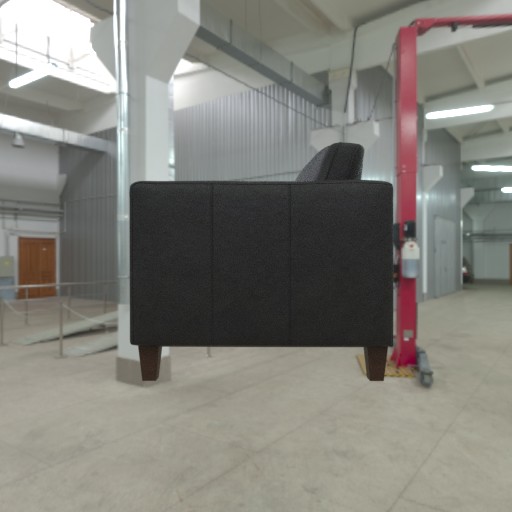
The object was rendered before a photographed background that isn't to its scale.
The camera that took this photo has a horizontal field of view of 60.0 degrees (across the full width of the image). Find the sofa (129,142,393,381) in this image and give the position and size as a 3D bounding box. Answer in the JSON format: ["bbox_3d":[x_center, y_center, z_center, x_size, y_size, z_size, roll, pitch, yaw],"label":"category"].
[{"bbox_3d":[0.000,0.000,2.442,0.933,0.863,1.971,0,0,0],"label":"sofa"}]
